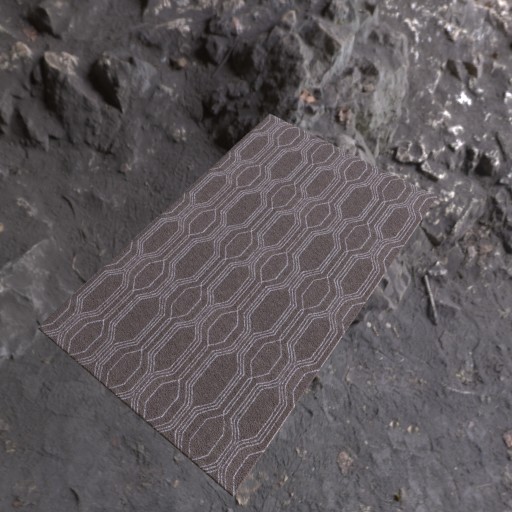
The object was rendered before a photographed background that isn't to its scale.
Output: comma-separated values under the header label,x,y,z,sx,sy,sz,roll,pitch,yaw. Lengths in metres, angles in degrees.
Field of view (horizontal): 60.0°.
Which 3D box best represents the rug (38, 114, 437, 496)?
label,x,y,z,sx,sy,sz,roll,pitch,yaw
rug,0.000,0.000,3.017,1.541,0.012,2.457,32,63,19
